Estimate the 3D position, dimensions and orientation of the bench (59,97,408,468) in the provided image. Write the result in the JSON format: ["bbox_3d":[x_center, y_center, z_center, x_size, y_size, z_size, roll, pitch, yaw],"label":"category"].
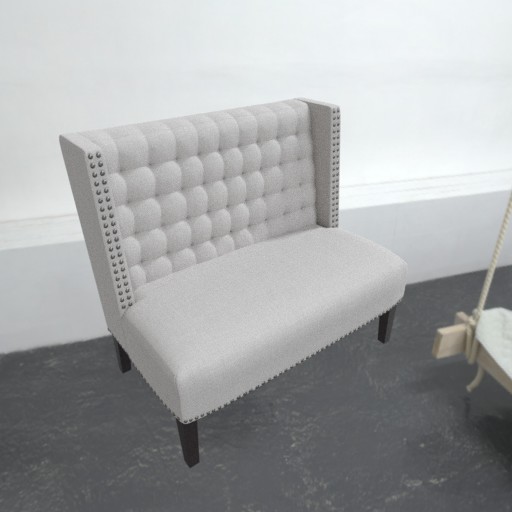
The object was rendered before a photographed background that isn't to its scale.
[{"bbox_3d":[0.000,0.000,2.002,1.280,1.123,0.847,-21,36,-32],"label":"bench"}]
